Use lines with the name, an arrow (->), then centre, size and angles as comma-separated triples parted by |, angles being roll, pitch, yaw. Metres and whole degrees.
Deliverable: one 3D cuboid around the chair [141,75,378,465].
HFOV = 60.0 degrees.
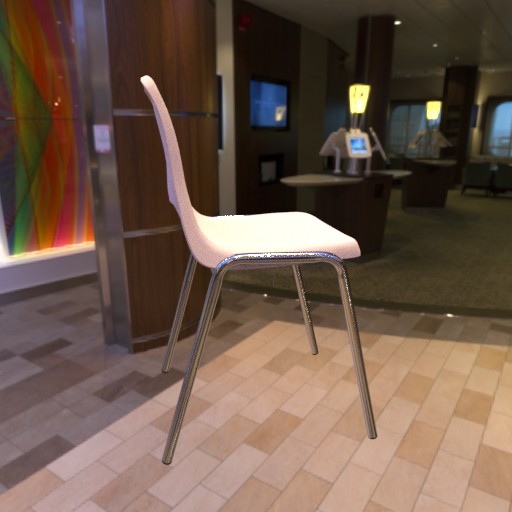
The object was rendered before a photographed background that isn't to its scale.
chair -> 0.000, 0.000, 0.948 | 0.436, 0.704, 0.381 | -3, 16, -11
